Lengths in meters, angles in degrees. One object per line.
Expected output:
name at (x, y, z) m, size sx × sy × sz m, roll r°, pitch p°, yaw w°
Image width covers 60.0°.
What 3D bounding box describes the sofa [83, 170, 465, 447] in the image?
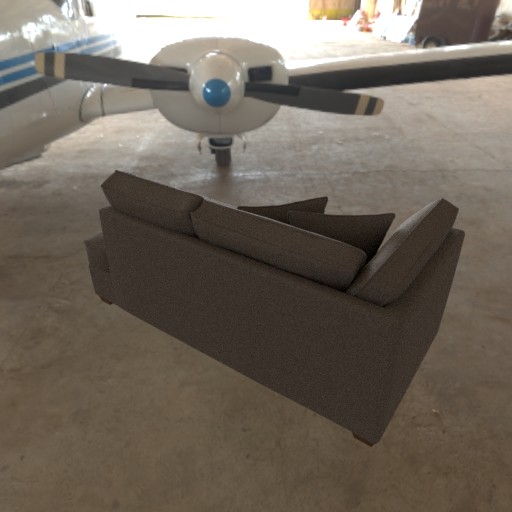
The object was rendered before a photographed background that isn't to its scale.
sofa at (0.000, 0.000, 2.891) m, size 2.237 × 1.033 × 1.110 m, roll 20°, pitch 36°, yaw 30°
